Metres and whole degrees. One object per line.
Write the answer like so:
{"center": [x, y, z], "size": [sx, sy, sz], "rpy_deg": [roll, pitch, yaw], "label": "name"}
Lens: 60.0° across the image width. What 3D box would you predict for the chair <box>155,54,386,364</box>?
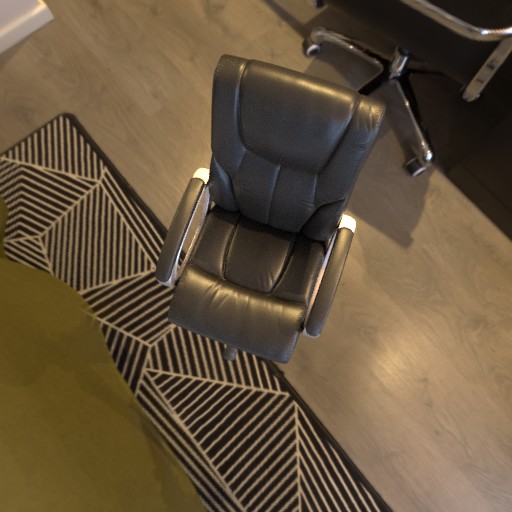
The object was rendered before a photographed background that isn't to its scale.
{"center": [0.000, 0.000, 1.626], "size": [0.700, 1.145, 0.780], "rpy_deg": [19, 77, 5], "label": "chair"}
